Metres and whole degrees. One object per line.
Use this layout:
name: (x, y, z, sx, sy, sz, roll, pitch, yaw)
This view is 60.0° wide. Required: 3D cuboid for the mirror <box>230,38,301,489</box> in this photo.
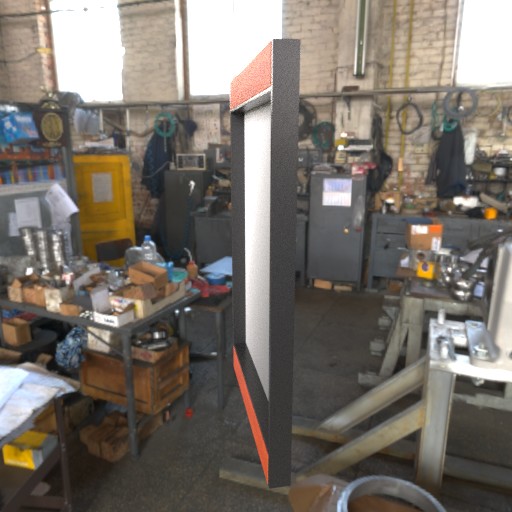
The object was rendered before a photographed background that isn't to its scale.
mirror: (0.000, 0.000, 1.035, 0.047, 0.823, 0.525, -3, 14, -10)
